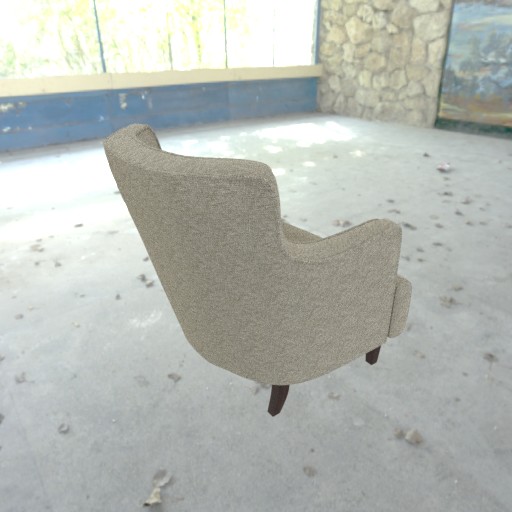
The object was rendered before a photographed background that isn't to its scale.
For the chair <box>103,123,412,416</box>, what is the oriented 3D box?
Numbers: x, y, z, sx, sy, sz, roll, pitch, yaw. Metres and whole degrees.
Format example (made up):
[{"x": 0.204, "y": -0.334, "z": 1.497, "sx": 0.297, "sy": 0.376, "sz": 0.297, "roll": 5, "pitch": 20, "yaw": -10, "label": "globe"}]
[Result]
[{"x": 0.000, "y": 0.000, "z": 1.675, "sx": 0.910, "sy": 0.920, "sz": 0.820, "roll": -18, "pitch": 31, "yaw": -32, "label": "chair"}]
